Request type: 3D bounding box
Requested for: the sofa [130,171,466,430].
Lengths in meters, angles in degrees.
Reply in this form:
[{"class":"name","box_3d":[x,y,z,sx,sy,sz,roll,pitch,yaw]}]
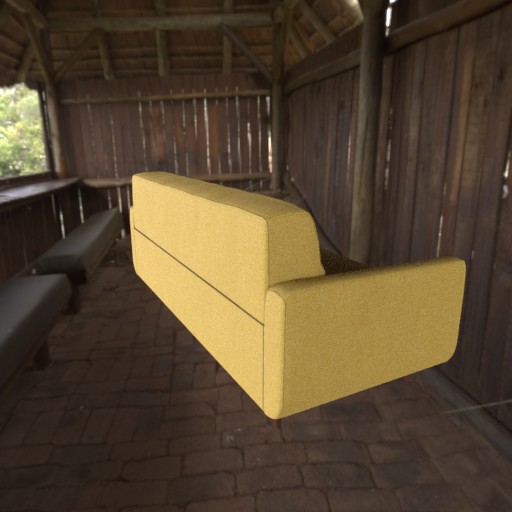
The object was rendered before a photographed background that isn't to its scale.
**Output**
[{"class":"sofa","box_3d":[0.000,0.000,2.450,0.909,0.841,2.029,-8,17,-27]}]
